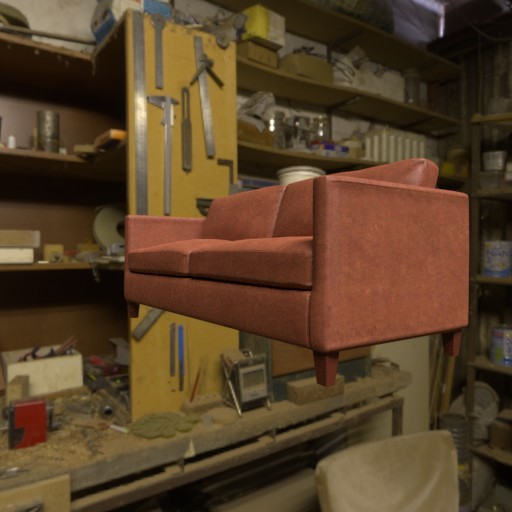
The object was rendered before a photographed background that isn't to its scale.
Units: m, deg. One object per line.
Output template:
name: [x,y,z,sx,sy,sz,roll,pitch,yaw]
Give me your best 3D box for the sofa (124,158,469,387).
sofa: [0.000,0.000,2.709,0.950,0.932,2.204,0,1,-35]
